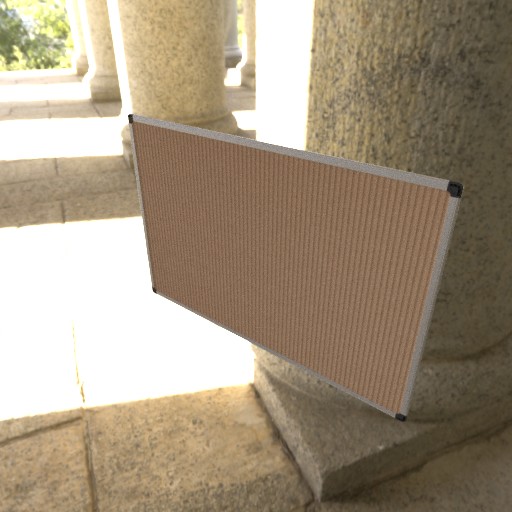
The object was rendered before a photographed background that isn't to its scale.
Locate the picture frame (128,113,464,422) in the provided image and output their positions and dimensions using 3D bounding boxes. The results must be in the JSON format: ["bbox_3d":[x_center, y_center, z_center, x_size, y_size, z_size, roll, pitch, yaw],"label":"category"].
[{"bbox_3d":[0.000,0.000,1.144,0.900,0.600,0.010,21,36,32],"label":"picture frame"}]
